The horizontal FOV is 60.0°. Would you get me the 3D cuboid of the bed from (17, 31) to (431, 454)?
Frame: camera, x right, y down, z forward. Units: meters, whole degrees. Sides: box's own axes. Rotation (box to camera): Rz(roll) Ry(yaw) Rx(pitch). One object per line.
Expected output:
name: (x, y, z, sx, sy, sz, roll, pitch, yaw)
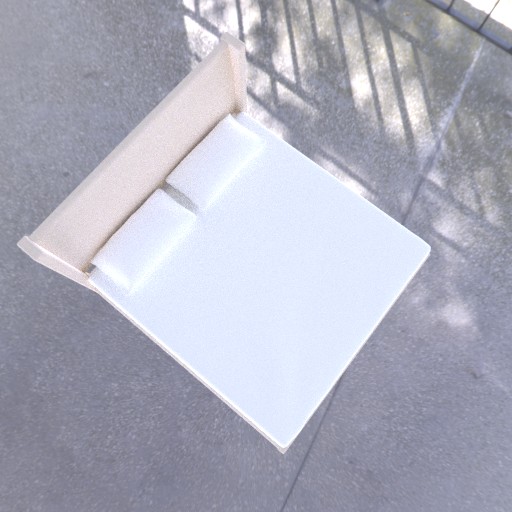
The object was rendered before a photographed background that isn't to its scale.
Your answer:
bed: (0.000, 0.000, 3.618, 2.293, 1.471, 2.145, 38, 78, 9)
